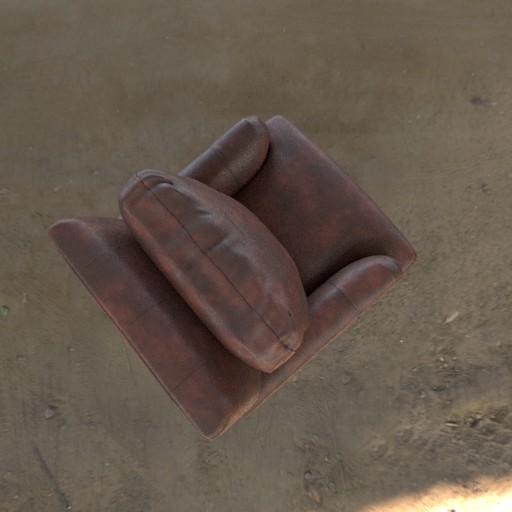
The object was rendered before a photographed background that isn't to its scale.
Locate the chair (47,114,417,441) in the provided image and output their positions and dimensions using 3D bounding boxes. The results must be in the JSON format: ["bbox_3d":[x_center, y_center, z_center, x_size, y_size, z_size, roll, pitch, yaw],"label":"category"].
[{"bbox_3d":[0.000,0.000,1.960,1.156,1.051,0.987,-40,79,-9],"label":"chair"}]
